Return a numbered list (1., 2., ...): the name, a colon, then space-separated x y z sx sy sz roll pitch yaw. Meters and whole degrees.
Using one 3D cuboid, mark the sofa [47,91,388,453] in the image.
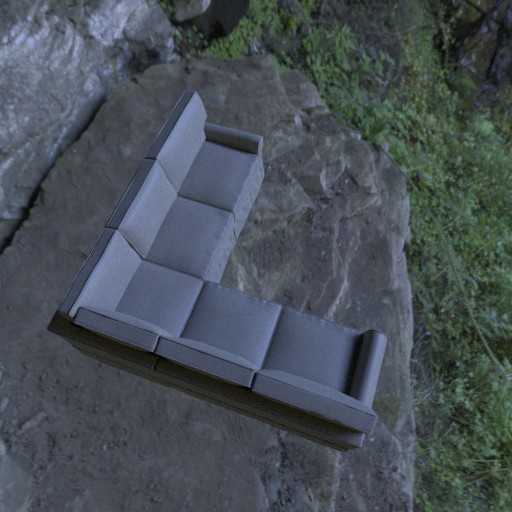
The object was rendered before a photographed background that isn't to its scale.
1. sofa: 0.000 0.000 4.117 2.618 1.081 2.623 18 65 8
